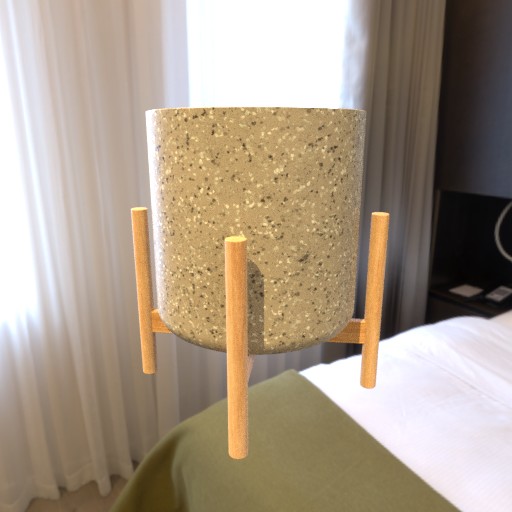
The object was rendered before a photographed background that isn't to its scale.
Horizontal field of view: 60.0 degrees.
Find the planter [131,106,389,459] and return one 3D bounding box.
[{"bbox_3d":[0.000,0.000,0.681,0.360,0.419,0.360,9,18,28],"label":"planter"}]
